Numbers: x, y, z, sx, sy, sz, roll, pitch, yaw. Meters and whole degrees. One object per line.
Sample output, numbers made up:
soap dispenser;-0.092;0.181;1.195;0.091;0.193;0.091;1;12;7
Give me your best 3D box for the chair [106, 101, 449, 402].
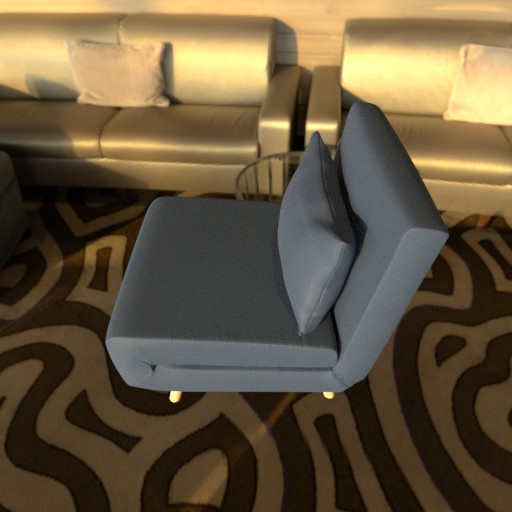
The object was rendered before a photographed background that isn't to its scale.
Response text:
chair;0.000;0.000;1.529;0.900;0.808;0.770;0;40;0
